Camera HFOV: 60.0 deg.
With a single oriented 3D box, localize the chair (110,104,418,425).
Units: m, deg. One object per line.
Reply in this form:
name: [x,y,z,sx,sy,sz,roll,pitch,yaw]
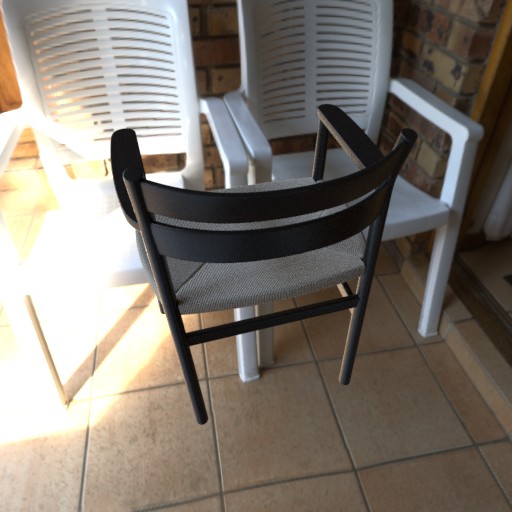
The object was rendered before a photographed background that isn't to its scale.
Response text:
chair: [0.000,0.000,1.180,0.630,0.775,0.508,-11,42,-13]
